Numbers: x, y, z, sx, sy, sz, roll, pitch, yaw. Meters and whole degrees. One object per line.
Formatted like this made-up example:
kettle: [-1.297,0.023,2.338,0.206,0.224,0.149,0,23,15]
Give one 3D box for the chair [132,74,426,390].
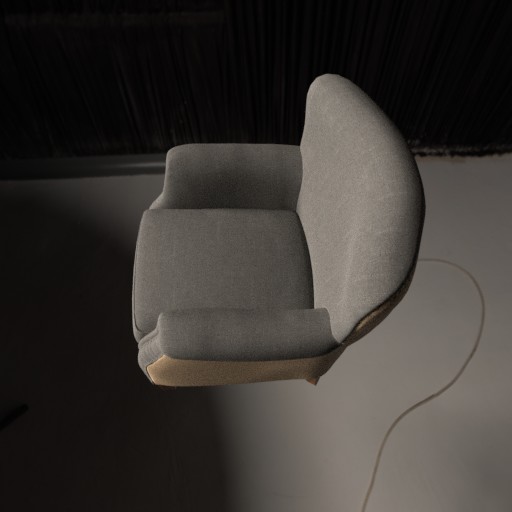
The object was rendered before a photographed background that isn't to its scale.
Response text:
chair: [0.000,0.000,1.611,0.921,0.936,0.861,-3,58,-2]
